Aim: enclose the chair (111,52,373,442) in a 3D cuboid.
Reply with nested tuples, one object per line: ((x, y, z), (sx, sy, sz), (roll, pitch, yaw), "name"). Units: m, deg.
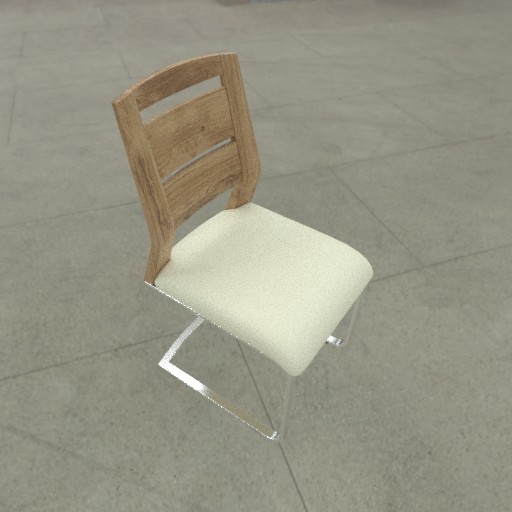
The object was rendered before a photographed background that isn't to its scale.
((0.000, 0.000, 1.253), (0.561, 0.955, 0.457), (25, 47, 26), "chair")
